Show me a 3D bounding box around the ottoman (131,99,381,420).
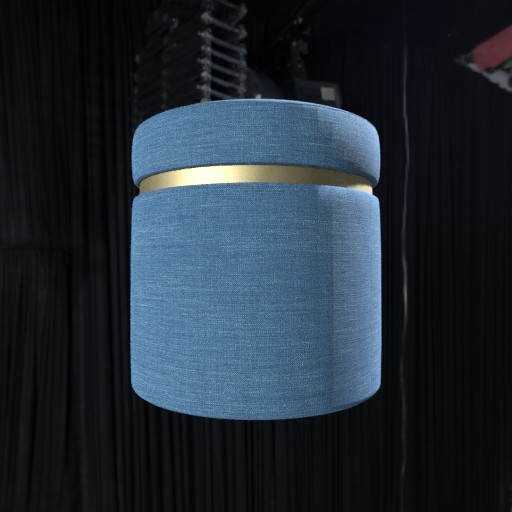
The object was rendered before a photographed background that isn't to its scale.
[{"bbox_3d":[0.000,0.000,0.733,0.398,0.406,0.398,0,-1,0],"label":"ottoman"}]
